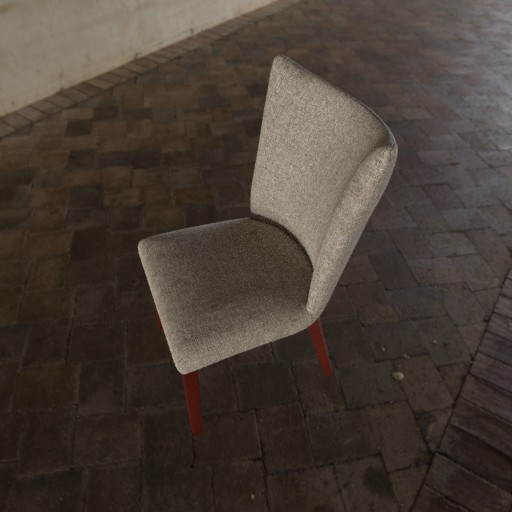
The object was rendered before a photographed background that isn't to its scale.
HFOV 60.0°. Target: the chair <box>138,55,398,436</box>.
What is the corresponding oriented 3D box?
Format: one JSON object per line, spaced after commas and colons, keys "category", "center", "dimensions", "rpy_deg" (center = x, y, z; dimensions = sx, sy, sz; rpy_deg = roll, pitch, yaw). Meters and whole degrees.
{"category": "chair", "center": [0.000, 0.000, 1.299], "dimensions": [0.623, 0.924, 0.535], "rpy_deg": [-16, 47, -16]}
